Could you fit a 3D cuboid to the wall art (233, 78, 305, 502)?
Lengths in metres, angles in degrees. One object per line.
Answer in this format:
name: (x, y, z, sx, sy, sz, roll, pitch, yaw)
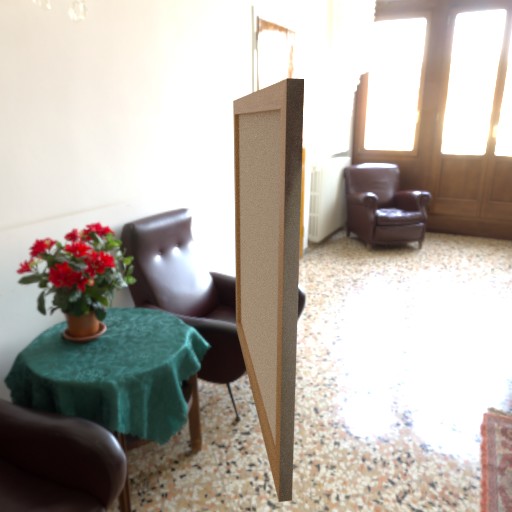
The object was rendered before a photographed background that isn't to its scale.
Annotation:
wall art: (0.000, 0.000, 1.105, 0.027, 0.762, 0.762, -3, 17, -8)
